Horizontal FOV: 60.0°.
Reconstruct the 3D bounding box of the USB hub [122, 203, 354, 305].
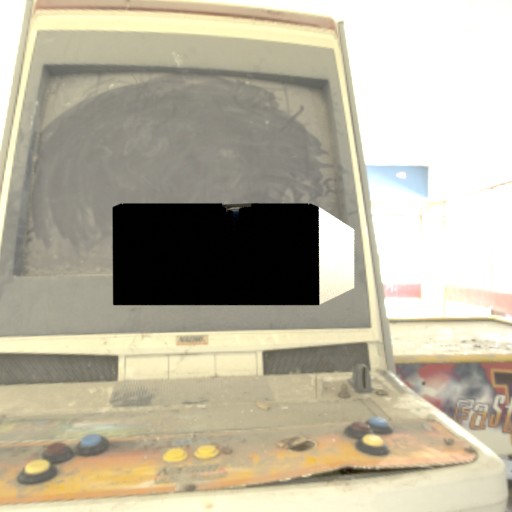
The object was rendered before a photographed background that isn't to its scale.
[{"bbox_3d":[0.000,0.000,0.127,0.044,0.023,0.110,0,-1,19],"label":"USB hub"}]
